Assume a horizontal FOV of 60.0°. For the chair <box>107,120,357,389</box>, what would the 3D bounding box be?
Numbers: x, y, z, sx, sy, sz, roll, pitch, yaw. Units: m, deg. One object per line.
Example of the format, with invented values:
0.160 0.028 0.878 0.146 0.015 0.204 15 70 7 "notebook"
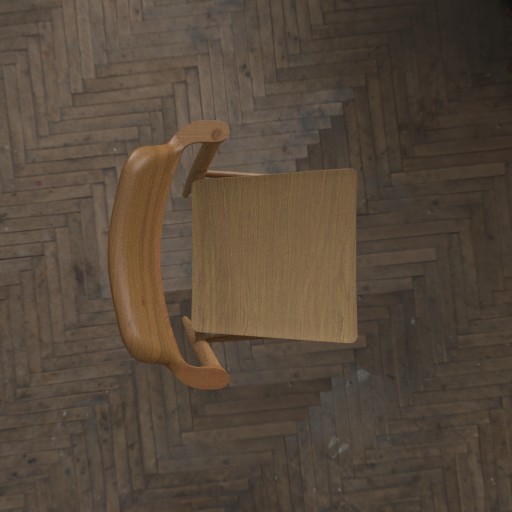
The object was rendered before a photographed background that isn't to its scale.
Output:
0.000 0.000 1.118 0.499 0.792 0.512 0 89 0 "chair"
